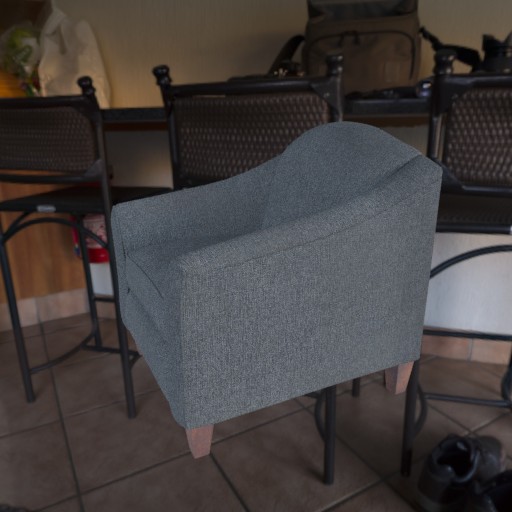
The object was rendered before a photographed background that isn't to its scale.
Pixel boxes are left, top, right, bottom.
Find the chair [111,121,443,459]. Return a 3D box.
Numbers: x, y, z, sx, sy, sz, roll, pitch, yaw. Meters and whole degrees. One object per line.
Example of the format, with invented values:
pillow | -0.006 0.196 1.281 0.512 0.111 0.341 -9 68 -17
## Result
chair | 0.000 0.000 1.446 0.787 0.839 0.763 -9 19 -26
